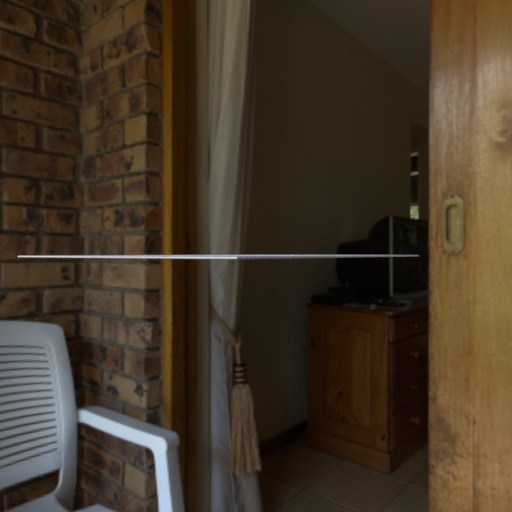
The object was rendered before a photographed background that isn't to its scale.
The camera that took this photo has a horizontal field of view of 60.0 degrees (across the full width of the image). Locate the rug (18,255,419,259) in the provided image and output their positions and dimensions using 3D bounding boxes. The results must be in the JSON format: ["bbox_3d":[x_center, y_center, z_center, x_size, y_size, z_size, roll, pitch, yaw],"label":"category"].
[{"bbox_3d":[0.000,0.000,3.023,1.524,0.012,2.438,0,0,35],"label":"rug"}]
